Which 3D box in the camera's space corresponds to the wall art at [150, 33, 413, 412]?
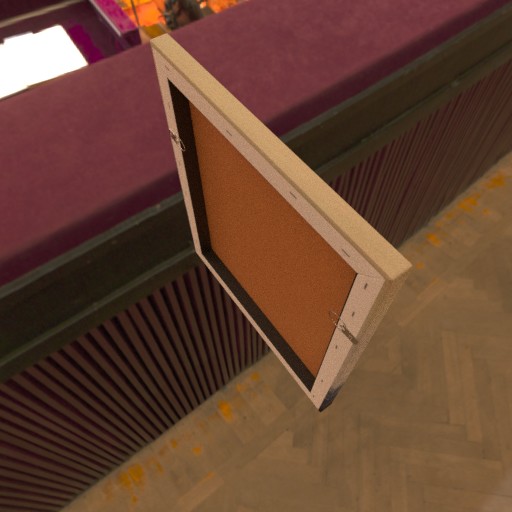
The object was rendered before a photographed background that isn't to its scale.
[{"bbox_3d":[0.000,0.000,0.970,0.041,0.710,0.608,-32,63,-18],"label":"wall art"}]
